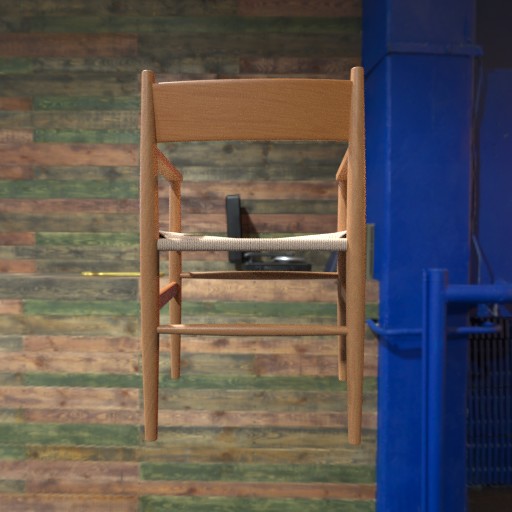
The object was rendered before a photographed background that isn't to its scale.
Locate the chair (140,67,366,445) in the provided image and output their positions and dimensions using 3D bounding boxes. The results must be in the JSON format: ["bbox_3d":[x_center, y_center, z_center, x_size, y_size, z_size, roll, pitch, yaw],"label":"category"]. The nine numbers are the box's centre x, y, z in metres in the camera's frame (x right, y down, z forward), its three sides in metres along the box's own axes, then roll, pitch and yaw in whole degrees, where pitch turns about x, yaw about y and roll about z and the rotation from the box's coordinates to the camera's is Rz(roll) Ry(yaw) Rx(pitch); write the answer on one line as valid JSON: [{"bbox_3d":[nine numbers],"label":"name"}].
[{"bbox_3d":[0.000,0.000,1.125,0.556,0.762,0.495,0,1,2],"label":"chair"}]
